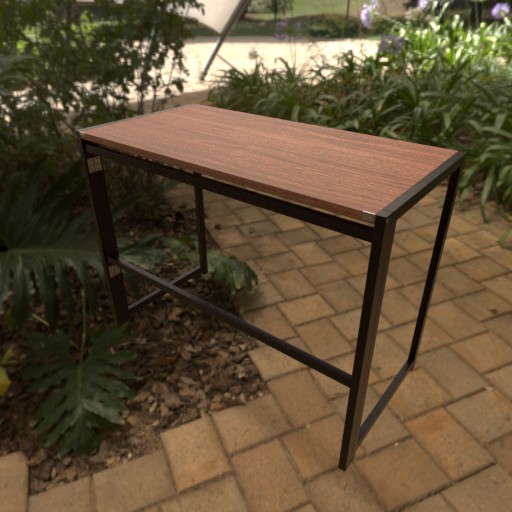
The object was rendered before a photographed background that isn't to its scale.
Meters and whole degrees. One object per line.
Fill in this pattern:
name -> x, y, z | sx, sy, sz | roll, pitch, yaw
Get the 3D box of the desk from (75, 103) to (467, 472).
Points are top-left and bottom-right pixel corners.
desk -> 0.000, 0.000, 1.454 | 1.016, 0.762, 0.508 | 22, 37, 32
